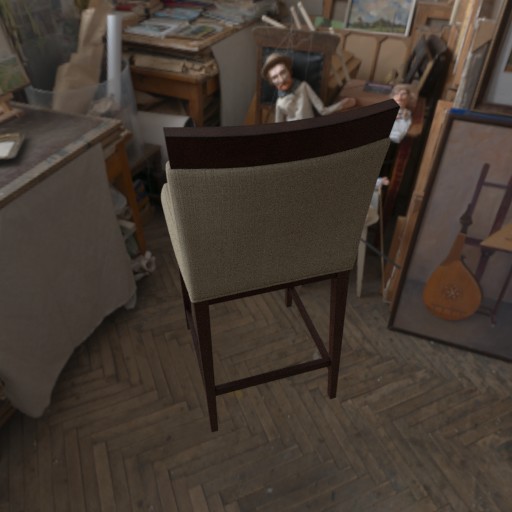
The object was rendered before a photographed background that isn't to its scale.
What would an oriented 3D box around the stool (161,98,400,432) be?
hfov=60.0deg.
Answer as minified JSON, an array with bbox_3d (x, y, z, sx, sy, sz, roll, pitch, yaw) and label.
[{"bbox_3d":[0.000,0.000,1.279,0.463,1.011,0.480,-11,42,-12],"label":"stool"}]
